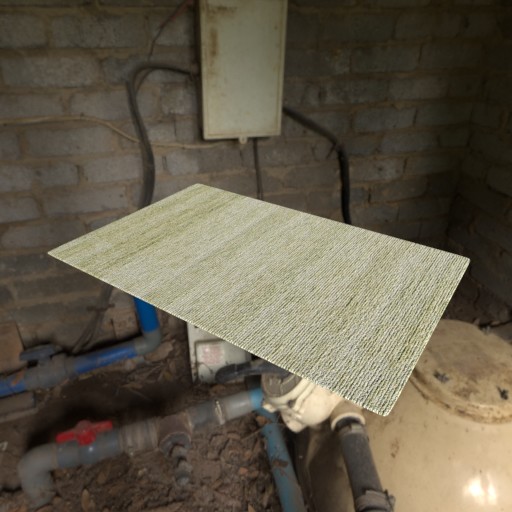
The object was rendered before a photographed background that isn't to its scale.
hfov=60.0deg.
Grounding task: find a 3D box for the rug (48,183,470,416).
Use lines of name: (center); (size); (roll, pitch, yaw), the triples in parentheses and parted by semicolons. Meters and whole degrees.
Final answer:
rug: (0.000, 0.000, 2.183); (1.758, 0.010, 1.143); (19, 36, 29)
